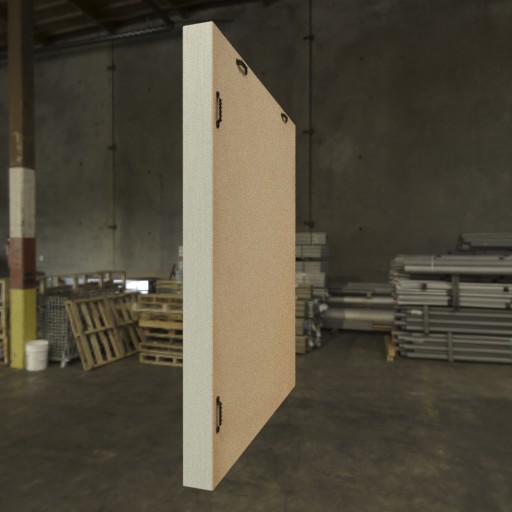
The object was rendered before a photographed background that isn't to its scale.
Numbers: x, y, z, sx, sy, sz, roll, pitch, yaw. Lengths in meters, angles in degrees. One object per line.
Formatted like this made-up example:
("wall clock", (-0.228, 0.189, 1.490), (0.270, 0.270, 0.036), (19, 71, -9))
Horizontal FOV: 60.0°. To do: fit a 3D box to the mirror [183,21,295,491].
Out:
("mirror", (0.000, 0.000, 0.676), (0.041, 0.508, 0.405), (0, 0, 18))
